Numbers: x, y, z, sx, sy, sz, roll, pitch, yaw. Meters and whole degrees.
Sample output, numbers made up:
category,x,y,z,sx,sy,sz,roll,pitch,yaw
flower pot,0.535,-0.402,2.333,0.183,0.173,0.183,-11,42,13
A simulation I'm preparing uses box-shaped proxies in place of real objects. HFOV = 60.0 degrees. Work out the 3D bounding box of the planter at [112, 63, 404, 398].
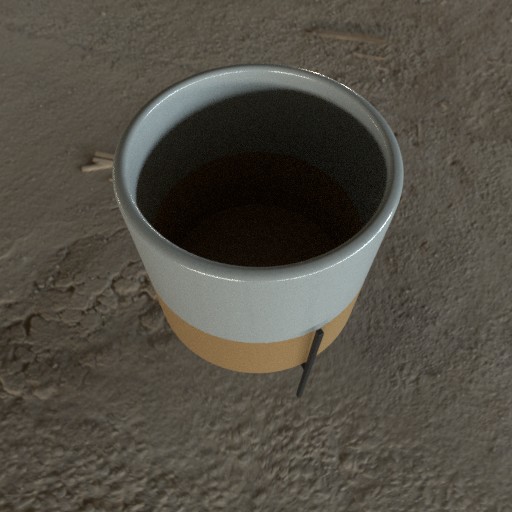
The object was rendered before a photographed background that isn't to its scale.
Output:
category,x,y,z,sx,sy,sz,roll,pitch,yaw
planter,0.000,0.000,0.645,0.310,0.432,0.310,16,60,9
